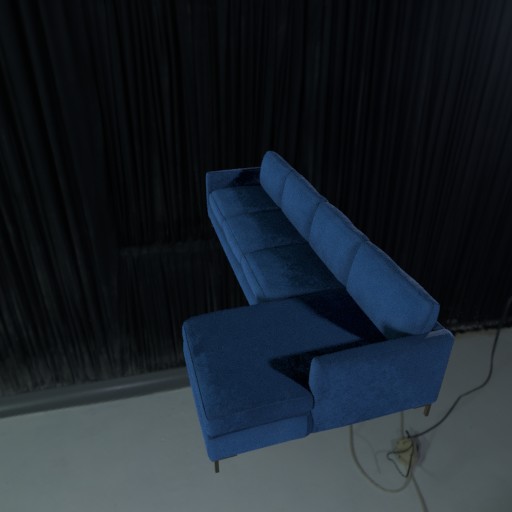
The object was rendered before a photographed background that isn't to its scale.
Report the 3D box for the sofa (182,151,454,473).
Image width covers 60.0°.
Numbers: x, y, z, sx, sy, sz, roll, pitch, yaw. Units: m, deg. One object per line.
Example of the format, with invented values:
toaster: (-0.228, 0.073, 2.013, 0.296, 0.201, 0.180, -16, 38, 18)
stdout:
sofa: (0.000, 0.000, 3.436, 1.350, 0.810, 2.932, -8, 31, -14)
